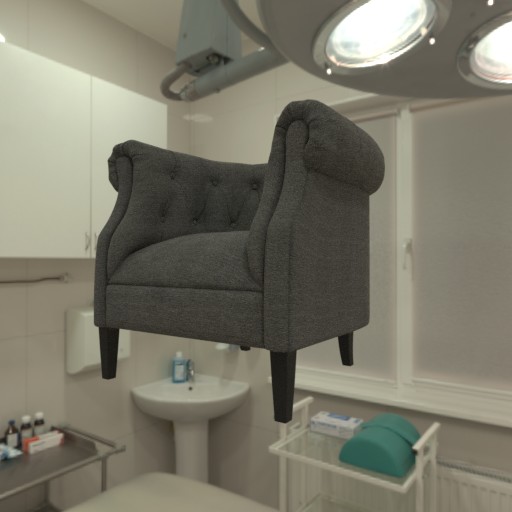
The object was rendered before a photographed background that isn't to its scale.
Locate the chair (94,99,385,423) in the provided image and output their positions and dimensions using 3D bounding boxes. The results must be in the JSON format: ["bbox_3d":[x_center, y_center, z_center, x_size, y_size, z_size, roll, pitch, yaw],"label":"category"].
[{"bbox_3d":[0.000,0.000,1.607,0.905,0.827,0.852,0,-1,35],"label":"chair"}]
